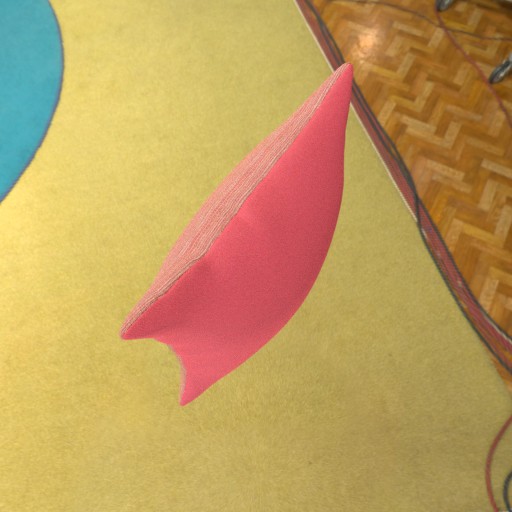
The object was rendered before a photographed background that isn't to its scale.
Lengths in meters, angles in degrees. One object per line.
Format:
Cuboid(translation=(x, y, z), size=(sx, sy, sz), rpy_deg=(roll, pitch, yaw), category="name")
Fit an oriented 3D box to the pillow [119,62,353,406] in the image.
Cuboid(translation=(0.000, 0.000, 0.813), size=(0.229, 0.501, 0.559), rpy_deg=(31, 68, 14), category="pillow")
